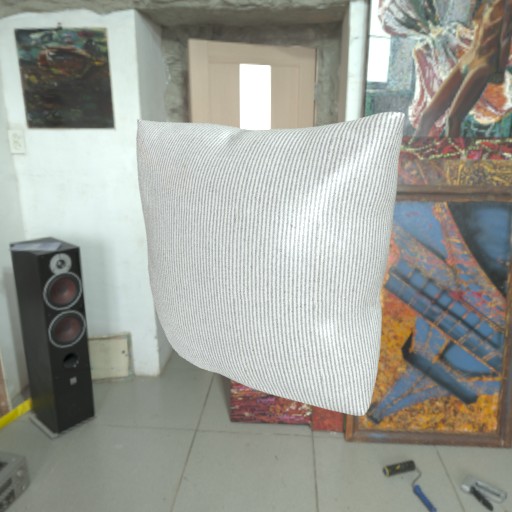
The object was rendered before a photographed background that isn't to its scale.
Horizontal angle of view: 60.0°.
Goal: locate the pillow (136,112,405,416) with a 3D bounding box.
[{"bbox_3d":[0.000,0.000,0.712,0.310,0.432,0.387,-7,17,-24],"label":"pillow"}]
